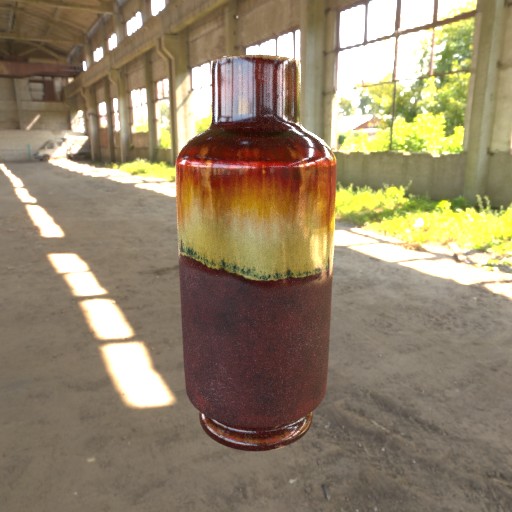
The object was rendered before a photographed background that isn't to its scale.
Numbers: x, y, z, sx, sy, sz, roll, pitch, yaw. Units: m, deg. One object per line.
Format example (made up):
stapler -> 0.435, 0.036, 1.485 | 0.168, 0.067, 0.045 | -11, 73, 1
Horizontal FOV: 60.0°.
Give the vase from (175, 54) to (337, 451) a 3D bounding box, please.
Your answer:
vase -> 0.000, 0.000, 0.322 | 0.111, 0.261, 0.111 | 0, 15, 0
